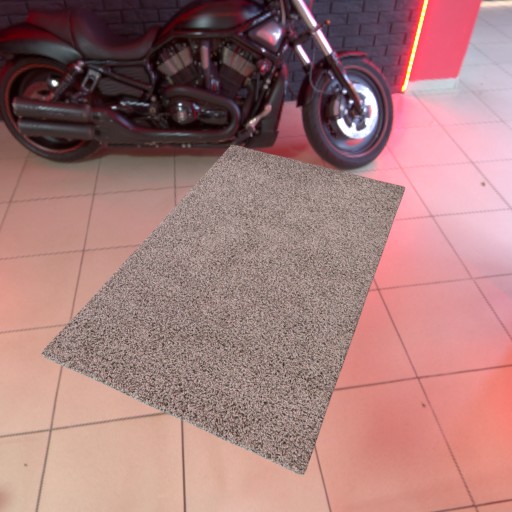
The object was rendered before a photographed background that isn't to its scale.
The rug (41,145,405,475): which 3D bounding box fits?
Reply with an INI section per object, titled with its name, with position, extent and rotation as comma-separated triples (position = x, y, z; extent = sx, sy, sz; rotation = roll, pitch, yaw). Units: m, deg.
[rug]
position = 0.000, 0.000, 3.438
extent = 1.778, 0.030, 2.743
rotation = 18, 48, 17
